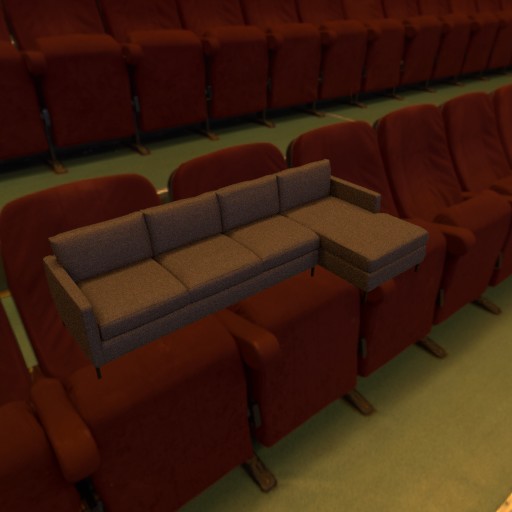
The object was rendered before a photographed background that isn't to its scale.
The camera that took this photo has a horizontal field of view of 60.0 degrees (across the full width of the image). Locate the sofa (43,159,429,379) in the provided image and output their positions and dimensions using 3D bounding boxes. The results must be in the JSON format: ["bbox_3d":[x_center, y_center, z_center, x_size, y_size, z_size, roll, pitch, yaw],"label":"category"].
[{"bbox_3d":[0.000,0.000,3.960,3.221,0.892,1.483,-22,37,-32],"label":"sofa"}]
